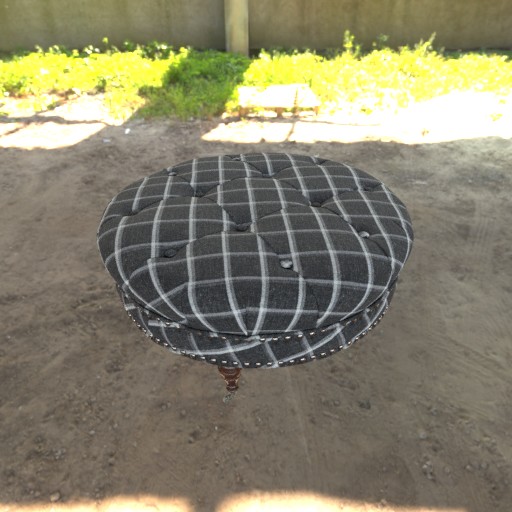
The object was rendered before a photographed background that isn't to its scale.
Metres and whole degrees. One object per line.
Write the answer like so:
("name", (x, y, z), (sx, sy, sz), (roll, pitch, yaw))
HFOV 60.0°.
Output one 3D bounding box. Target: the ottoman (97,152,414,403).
("ottoman", (0.000, 0.000, 1.389), (0.901, 0.439, 0.901), (0, 33, 0))
